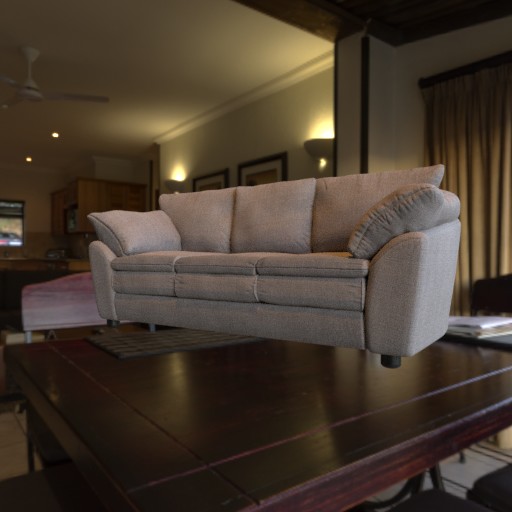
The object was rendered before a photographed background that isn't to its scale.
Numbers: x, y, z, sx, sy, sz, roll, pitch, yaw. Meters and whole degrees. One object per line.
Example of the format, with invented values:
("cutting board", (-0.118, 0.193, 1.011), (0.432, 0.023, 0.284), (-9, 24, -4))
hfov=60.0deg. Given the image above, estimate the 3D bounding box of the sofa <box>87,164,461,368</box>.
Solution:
("sofa", (0.000, 0.000, 2.790), (2.334, 0.996, 0.878), (0, 0, 34))
